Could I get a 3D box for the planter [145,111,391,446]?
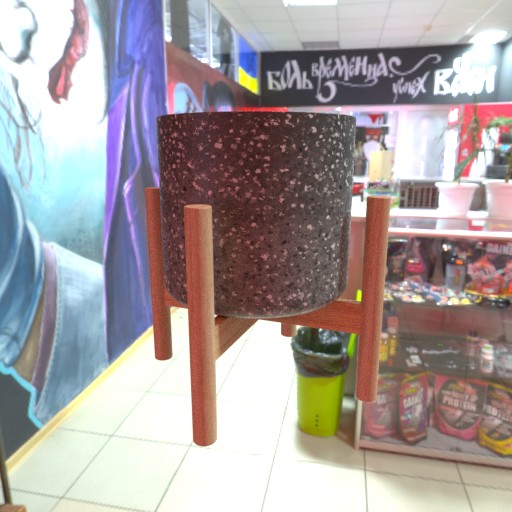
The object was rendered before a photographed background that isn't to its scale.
[{"bbox_3d":[0.000,0.000,0.541,0.284,0.320,0.284,13,19,43],"label":"planter"}]
